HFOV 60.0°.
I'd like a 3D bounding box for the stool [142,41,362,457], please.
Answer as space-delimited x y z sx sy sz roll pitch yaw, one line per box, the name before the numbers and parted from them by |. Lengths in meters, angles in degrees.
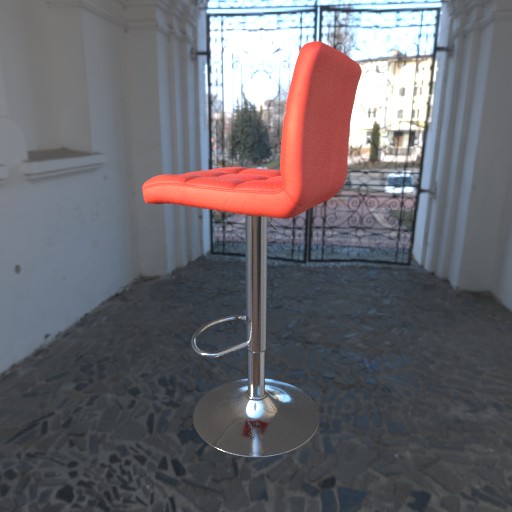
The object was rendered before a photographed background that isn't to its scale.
stool | 0.000 0.000 1.351 0.505 1.115 0.430 7 17 24
